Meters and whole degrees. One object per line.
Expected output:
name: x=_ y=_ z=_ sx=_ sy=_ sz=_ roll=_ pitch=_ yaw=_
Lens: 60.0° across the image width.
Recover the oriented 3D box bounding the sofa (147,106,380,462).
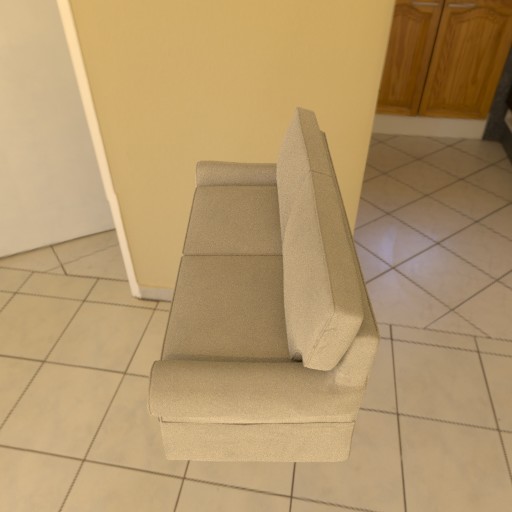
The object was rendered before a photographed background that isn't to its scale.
sofa: x=0.000 y=0.000 z=2.310 sx=0.841 sy=1.024 sz=1.823 roll=0 pitch=40 yaw=0
